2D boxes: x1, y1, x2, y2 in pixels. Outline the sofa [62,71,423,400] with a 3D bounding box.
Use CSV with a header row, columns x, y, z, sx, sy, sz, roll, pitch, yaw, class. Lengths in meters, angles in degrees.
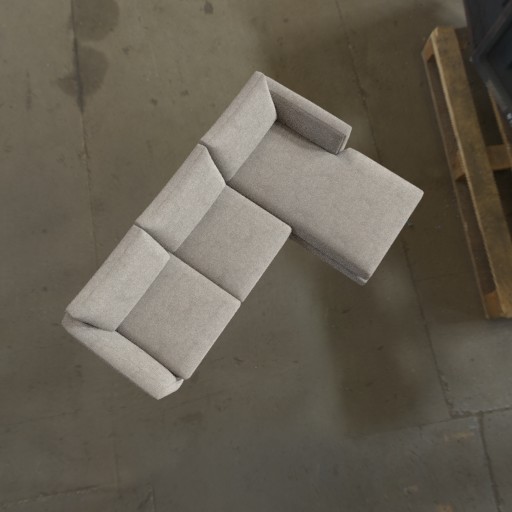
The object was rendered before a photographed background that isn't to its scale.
x,y,z,sx,sy,sz,roll,pitch,yaw,class
0.000,0.000,3.335,1.626,0.864,2.438,34,78,8,sofa
